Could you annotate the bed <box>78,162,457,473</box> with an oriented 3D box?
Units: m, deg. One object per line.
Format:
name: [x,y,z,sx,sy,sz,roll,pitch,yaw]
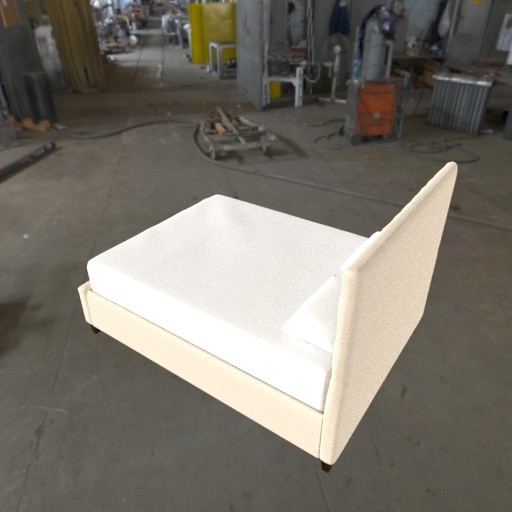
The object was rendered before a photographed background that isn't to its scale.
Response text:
bed: [0.000,0.000,3.340,2.233,1.426,1.696,20,37,29]
